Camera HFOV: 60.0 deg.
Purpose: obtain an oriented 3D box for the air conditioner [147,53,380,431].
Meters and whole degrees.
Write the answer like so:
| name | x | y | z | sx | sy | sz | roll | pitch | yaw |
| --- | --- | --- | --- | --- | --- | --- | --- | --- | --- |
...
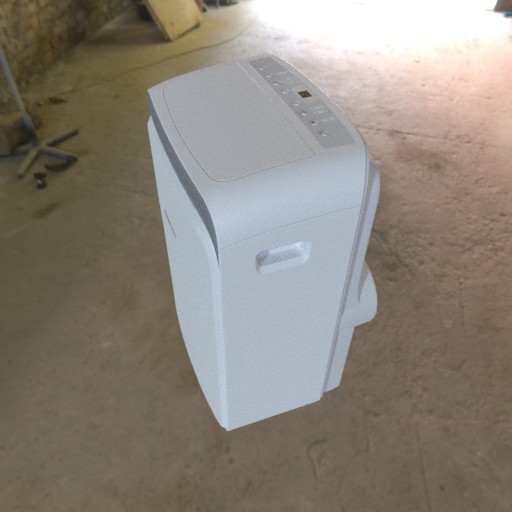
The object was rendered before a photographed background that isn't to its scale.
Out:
| name | x | y | z | sx | sy | sz | roll | pitch | yaw |
| --- | --- | --- | --- | --- | --- | --- | --- | --- | --- |
| air conditioner | 0.000 | 0.000 | 0.949 | 0.365 | 0.700 | 0.454 | -17 | 50 | -15 |
